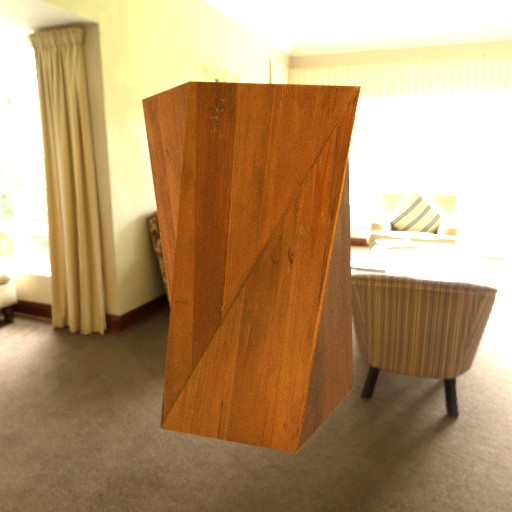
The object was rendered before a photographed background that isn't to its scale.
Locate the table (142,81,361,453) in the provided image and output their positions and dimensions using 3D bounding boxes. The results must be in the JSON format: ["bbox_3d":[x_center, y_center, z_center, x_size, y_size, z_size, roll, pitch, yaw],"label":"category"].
[{"bbox_3d":[0.000,0.000,0.892,0.441,0.604,0.425,-7,15,-26],"label":"table"}]
